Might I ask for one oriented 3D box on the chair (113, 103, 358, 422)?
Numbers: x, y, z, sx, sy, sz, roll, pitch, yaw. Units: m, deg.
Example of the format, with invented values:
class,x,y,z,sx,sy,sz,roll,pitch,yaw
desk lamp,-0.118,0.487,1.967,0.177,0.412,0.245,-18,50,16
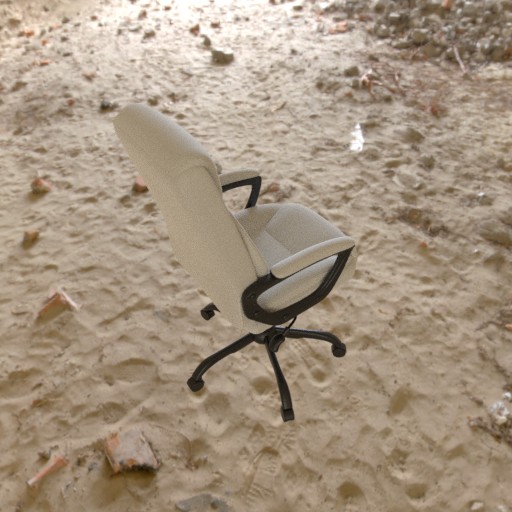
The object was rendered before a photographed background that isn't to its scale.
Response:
class,x,y,z,sx,sy,sz,roll,pitch,yaw
chair,0.000,0.000,1.503,0.669,1.065,0.663,-23,44,-25
